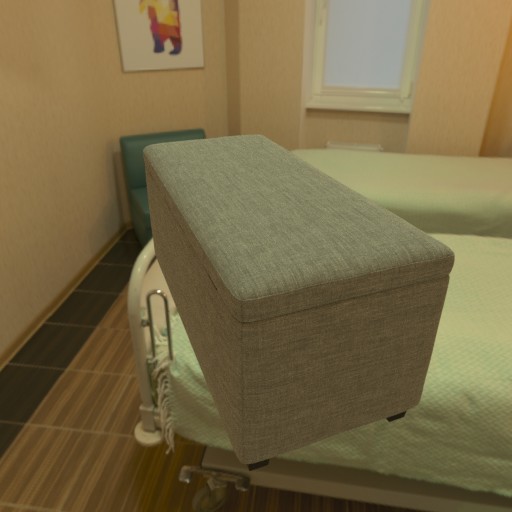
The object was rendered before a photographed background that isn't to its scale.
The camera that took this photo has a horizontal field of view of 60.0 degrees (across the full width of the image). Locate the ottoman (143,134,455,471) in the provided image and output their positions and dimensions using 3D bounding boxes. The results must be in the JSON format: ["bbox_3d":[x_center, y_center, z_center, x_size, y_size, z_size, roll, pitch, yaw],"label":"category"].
[{"bbox_3d":[0.000,0.000,1.137,0.419,0.432,0.902,-11,30,-19],"label":"ottoman"}]
